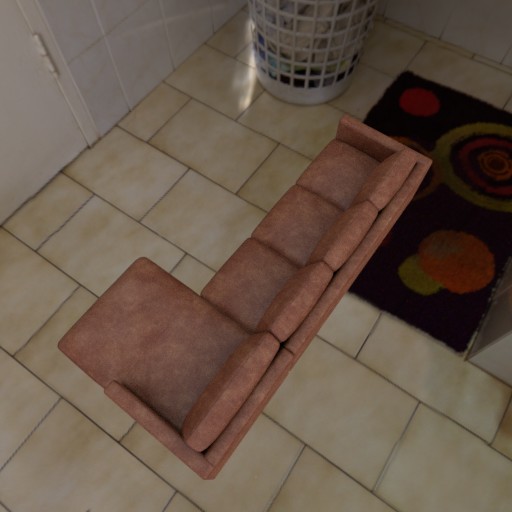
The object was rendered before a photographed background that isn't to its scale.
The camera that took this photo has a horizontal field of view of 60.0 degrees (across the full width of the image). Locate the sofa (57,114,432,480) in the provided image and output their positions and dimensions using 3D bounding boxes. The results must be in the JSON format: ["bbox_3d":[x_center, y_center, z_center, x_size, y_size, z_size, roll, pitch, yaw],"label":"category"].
[{"bbox_3d":[0.000,0.000,3.870,1.581,0.883,3.203,34,68,15],"label":"sofa"}]
